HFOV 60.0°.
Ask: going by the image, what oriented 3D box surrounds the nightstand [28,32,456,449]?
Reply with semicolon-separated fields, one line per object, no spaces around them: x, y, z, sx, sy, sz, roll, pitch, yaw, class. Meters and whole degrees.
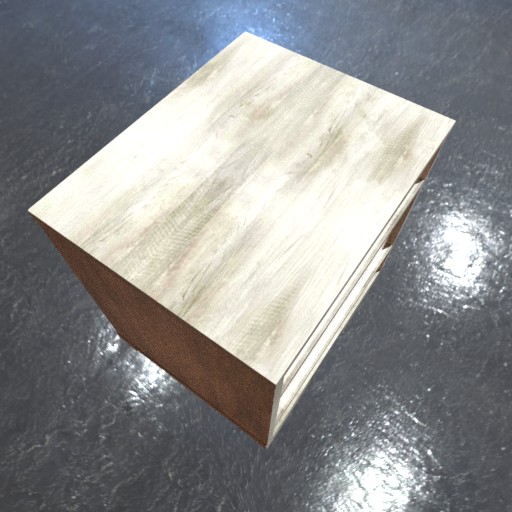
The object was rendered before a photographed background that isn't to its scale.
0.000;0.000;0.740;0.347;0.448;0.427;31;64;17;nightstand
